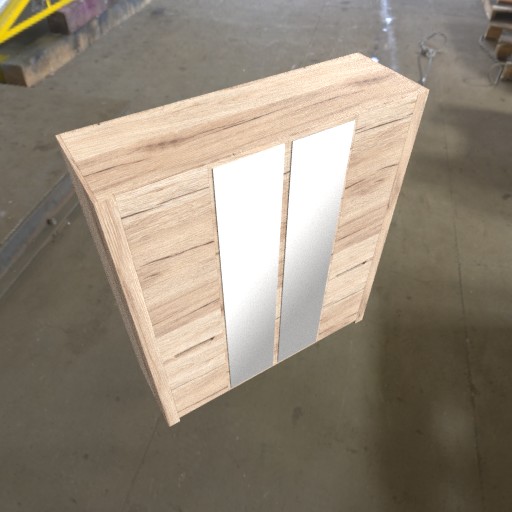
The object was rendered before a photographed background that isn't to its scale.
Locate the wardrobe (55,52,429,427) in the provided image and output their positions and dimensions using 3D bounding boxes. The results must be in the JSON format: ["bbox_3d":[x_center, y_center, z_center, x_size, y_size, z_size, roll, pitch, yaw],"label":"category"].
[{"bbox_3d":[0.000,0.000,2.937,1.810,2.070,0.580,-24,51,-21],"label":"wardrobe"}]
